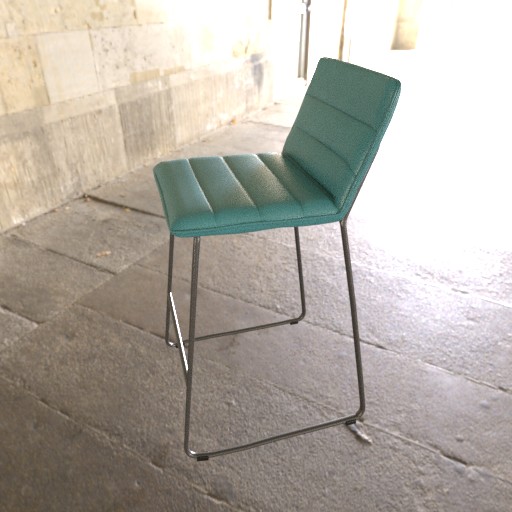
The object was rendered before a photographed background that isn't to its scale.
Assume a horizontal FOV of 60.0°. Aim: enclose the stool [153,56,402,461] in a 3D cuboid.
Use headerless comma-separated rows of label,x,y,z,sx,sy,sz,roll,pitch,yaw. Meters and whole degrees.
stool,0.000,0.000,1.191,0.524,0.936,0.489,-9,32,-14
